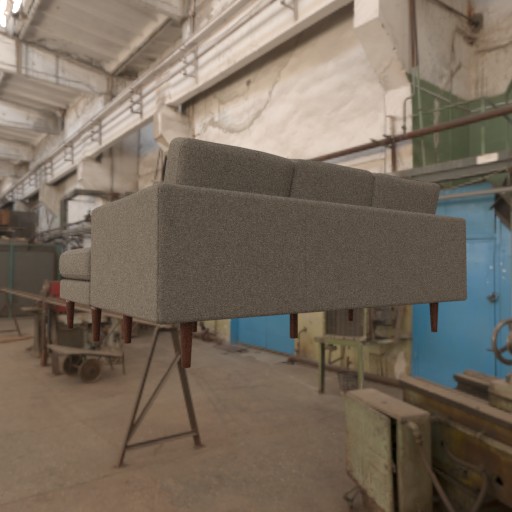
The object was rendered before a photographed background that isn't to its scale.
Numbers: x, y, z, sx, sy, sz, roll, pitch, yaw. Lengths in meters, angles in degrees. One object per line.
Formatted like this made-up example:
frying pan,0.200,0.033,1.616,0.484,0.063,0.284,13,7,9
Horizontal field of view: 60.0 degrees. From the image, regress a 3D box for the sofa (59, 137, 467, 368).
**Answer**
sofa,0.000,0.000,2.853,2.055,0.957,1.667,1,-2,-35
